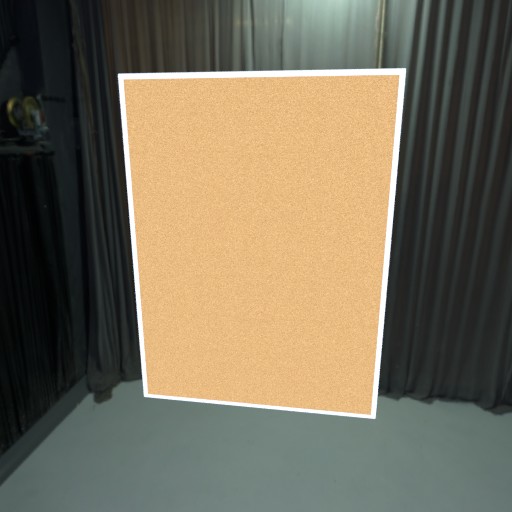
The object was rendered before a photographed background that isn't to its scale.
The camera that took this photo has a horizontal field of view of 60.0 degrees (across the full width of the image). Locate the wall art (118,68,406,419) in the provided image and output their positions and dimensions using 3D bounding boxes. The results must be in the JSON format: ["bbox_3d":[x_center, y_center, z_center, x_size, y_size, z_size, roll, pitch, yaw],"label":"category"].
[{"bbox_3d":[0.000,0.000,1.582,0.914,1.221,0.046,3,16,9],"label":"wall art"}]
